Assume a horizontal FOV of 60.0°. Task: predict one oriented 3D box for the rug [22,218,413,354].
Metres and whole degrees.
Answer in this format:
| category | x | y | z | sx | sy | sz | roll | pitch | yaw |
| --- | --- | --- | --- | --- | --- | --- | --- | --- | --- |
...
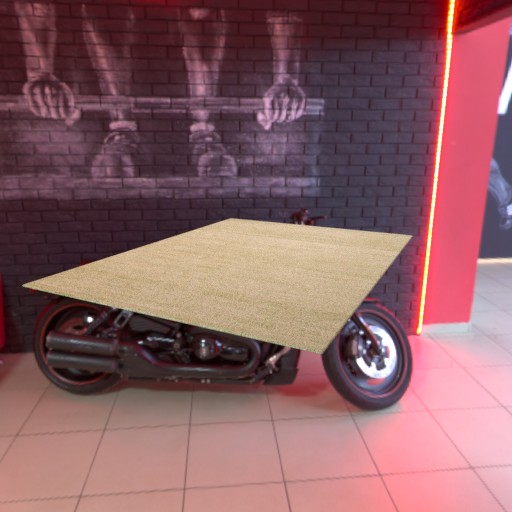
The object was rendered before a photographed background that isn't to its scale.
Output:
| category | x | y | z | sx | sy | sz | roll | pitch | yaw |
| --- | --- | --- | --- | --- | --- | --- | --- | --- | --- |
| rug | 0.000 | 0.000 | 4.264 | 2.425 | 0.016 | 3.198 | 8 | 17 | 26 |
